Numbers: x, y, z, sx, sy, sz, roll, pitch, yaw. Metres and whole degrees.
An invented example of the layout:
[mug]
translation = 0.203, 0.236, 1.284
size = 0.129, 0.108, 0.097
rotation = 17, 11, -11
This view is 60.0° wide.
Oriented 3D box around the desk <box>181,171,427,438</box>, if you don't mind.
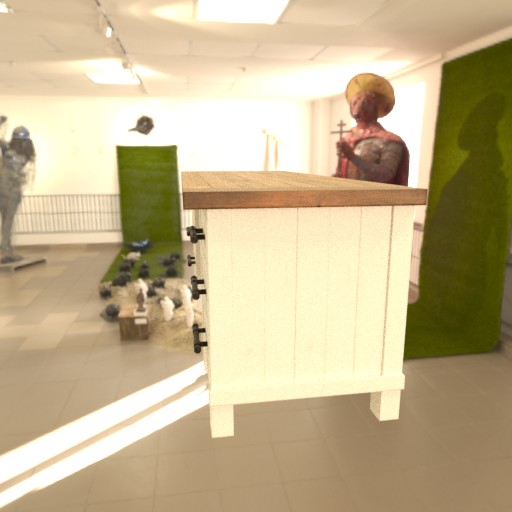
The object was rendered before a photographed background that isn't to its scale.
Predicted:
[desk]
translation = 0.000, 0.000, 2.157
size = 0.688, 0.760, 1.803
rotation = -2, 13, -9
